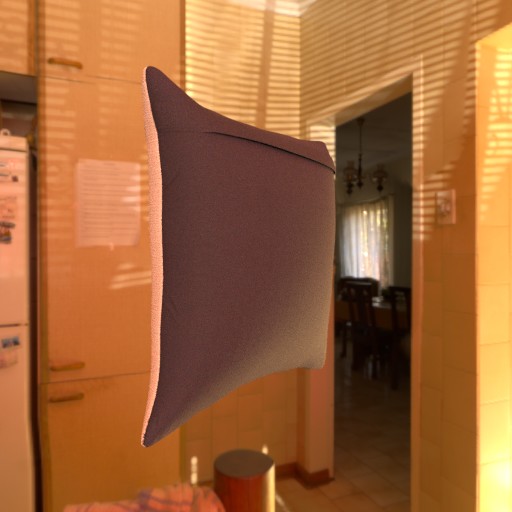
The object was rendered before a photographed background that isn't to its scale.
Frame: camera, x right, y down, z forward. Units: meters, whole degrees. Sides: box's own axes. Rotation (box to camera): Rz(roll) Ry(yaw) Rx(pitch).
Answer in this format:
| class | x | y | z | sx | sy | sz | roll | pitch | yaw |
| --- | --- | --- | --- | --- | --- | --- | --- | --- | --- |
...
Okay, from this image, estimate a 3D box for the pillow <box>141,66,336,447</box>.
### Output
| class | x | y | z | sx | sy | sz | roll | pitch | yaw |
| --- | --- | --- | --- | --- | --- | --- | --- | --- | --- |
| pillow | 0.000 | 0.000 | 0.632 | 0.173 | 0.406 | 0.405 | 0 | 0 | 36 |
